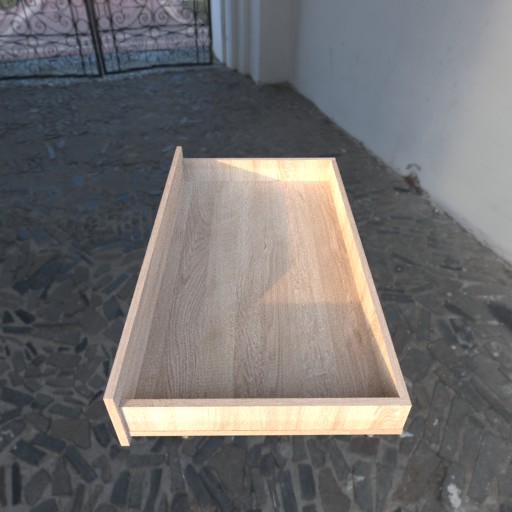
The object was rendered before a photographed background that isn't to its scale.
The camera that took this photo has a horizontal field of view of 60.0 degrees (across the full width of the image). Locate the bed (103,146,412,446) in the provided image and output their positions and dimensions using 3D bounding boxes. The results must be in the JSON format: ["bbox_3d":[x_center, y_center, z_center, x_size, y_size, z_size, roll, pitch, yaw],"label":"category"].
[{"bbox_3d":[0.000,0.000,1.471,0.685,0.209,1.200,0,40,0],"label":"bed"}]
